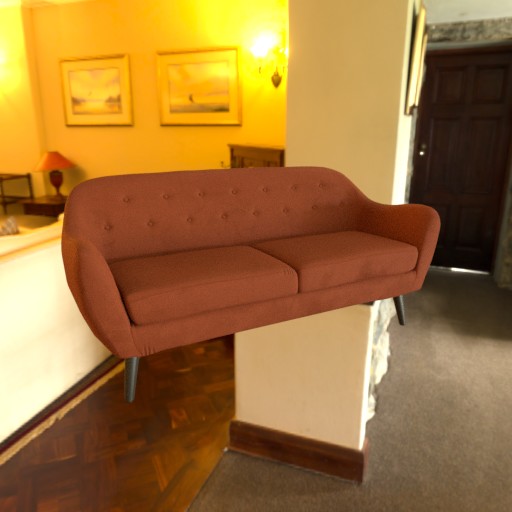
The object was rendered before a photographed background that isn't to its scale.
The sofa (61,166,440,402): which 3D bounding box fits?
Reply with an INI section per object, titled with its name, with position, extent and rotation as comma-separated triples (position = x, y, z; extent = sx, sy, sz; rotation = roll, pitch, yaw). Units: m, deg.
[sofa]
position = 0.000, 0.000, 2.296
extent = 1.840, 0.836, 0.820
rotation = -8, 18, -27
